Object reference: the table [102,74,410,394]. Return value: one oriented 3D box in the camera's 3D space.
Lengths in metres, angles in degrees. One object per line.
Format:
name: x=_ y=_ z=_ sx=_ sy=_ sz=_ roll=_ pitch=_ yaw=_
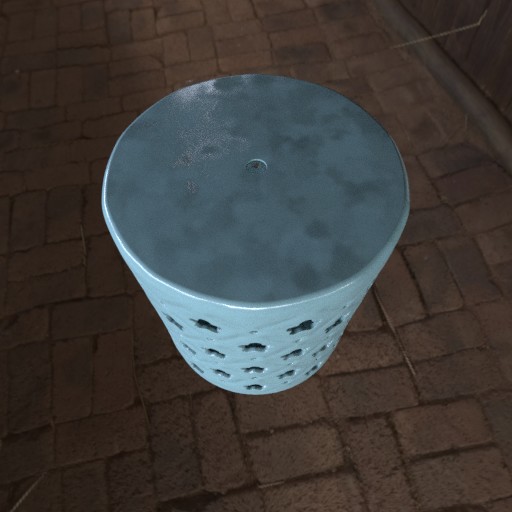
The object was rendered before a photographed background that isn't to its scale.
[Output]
table: x=0.000 y=0.000 z=0.666 sx=0.352 sy=0.387 sz=0.352 roll=0 pitch=59 yaw=0
